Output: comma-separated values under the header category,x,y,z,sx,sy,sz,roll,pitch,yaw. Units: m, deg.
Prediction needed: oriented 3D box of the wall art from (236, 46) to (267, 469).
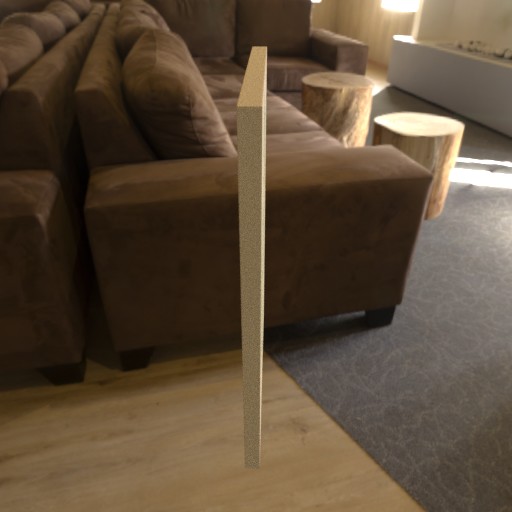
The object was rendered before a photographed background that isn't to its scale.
category,x,y,z,sx,sy,sz,roll,pitch,yaw
wall art,0.000,0.000,1.155,0.038,0.914,0.610,1,33,2
